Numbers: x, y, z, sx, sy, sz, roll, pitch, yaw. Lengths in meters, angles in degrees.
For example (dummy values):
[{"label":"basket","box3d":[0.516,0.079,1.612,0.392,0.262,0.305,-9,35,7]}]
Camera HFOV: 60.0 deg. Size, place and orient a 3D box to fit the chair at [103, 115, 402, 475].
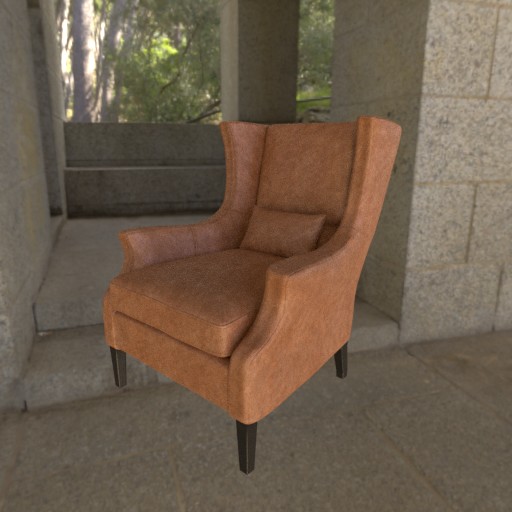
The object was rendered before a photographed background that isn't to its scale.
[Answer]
[{"label":"chair","box3d":[0.000,0.000,1.693,0.853,1.016,0.926,13,20,41]}]
